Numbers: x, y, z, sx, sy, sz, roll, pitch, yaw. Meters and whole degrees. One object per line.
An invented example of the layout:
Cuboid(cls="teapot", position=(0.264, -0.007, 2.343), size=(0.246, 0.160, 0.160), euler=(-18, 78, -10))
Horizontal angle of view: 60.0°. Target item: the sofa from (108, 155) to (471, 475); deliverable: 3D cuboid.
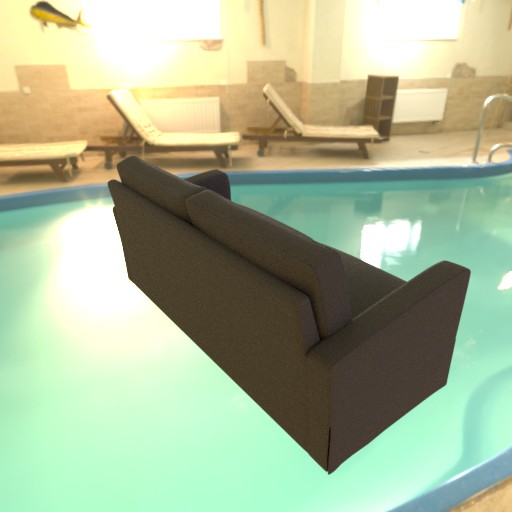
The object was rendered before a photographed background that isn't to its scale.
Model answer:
Cuboid(cls="sofa", position=(0.000, 0.000, 2.292), size=(0.898, 0.839, 1.852), euler=(-19, 32, -33))
